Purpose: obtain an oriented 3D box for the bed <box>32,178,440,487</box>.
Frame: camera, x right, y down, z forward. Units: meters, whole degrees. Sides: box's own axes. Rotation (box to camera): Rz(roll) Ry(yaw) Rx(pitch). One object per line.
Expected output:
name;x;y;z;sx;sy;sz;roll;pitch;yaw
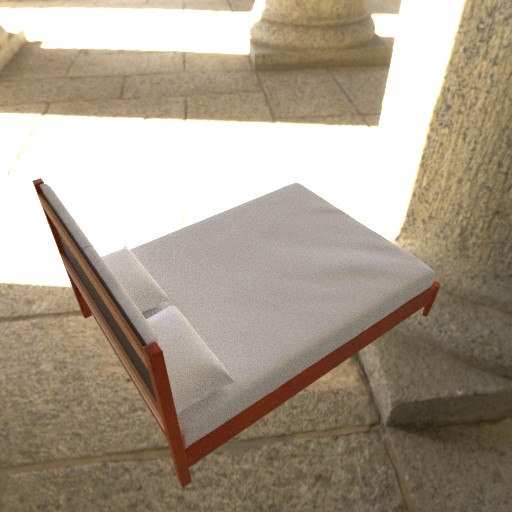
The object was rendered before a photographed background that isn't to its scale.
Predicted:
bed;0.000;0.000;2.967;2.117;1.165;1.566;-26;47;-27
